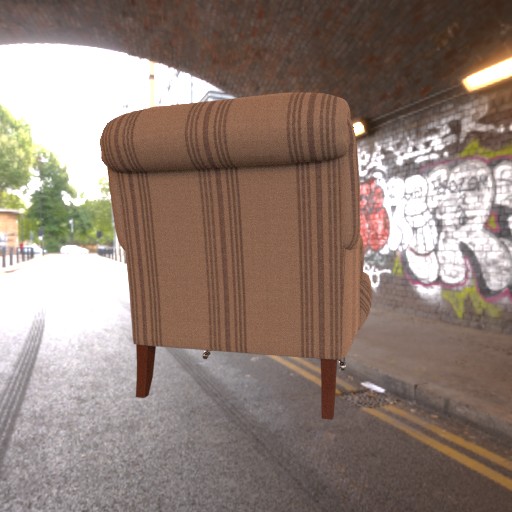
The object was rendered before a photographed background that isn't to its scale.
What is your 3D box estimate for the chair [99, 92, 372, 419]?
[{"bbox_3d":[0.000,0.000,1.648,0.813,0.940,0.914,0,2,17],"label":"chair"}]
